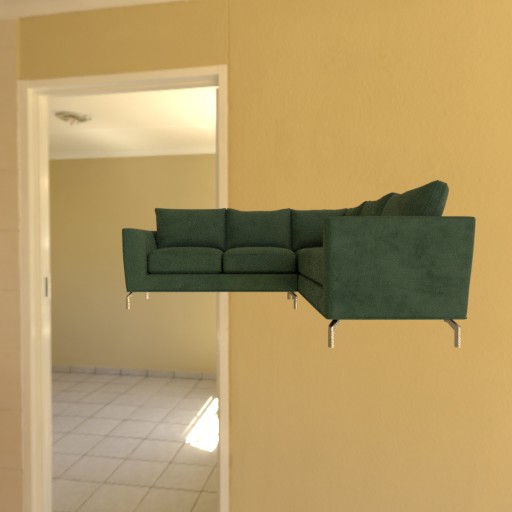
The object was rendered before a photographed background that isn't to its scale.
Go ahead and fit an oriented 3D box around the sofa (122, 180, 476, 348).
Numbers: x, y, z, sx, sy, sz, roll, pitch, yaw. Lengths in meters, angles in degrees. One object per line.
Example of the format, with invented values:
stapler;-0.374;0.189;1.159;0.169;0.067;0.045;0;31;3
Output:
sofa;0.000;0.000;3.702;2.468;1.004;2.452;0;1;0
